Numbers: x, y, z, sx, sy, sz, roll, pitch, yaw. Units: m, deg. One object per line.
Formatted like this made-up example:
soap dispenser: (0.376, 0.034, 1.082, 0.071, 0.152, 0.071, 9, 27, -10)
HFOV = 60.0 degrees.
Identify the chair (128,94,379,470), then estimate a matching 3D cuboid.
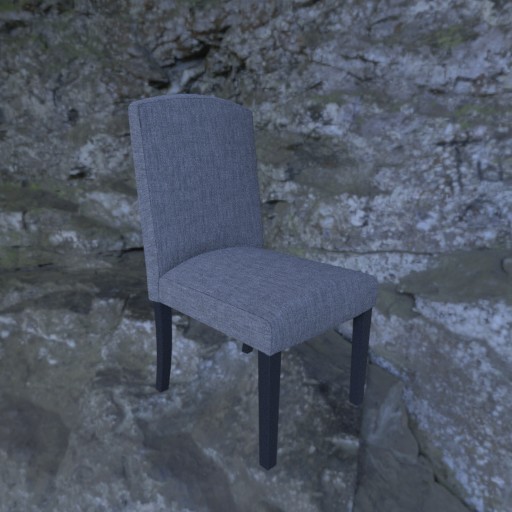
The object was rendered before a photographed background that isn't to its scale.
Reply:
chair: (0.000, 0.000, 1.283, 0.451, 0.917, 0.580, -14, 20, -42)
